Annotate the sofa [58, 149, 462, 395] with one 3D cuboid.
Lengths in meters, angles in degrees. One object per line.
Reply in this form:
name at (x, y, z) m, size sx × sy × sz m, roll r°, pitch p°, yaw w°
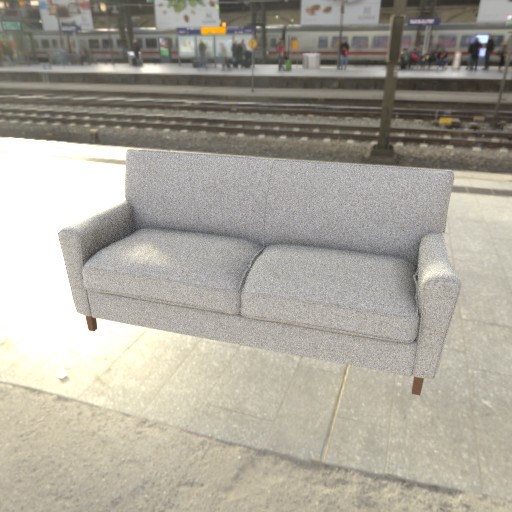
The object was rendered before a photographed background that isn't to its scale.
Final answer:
sofa at (0.000, 0.000, 2.498) m, size 2.026 × 0.942 × 0.854 m, roll 7°, pitch 26°, yaw 15°
